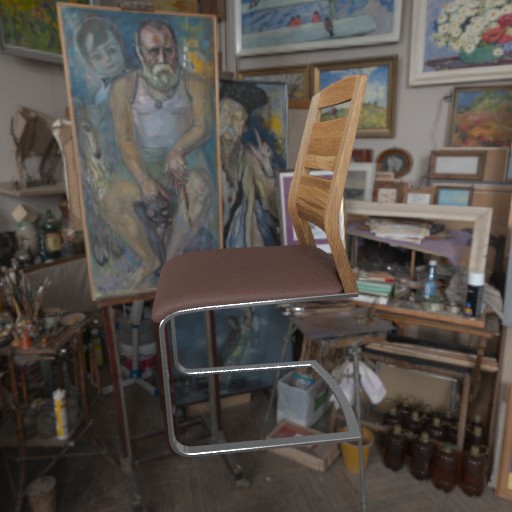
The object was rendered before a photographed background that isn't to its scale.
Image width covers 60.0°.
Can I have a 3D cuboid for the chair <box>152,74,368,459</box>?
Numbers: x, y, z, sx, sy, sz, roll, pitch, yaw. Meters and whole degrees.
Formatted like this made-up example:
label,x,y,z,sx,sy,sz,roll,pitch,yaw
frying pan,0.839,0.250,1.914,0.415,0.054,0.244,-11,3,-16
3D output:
label,x,y,z,sx,sy,sz,roll,pitch,yaw
chair,0.000,0.000,1.280,0.570,0.970,0.460,-2,14,-8
